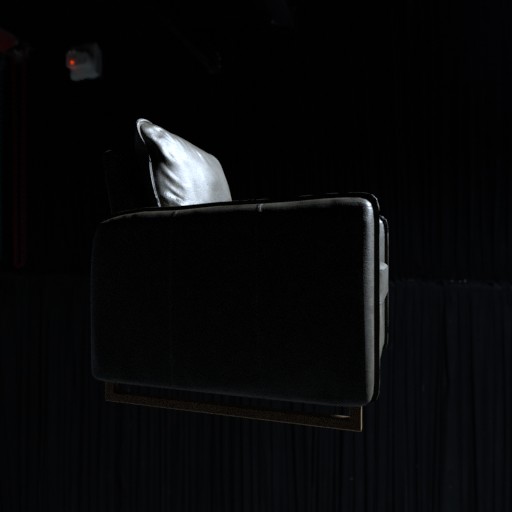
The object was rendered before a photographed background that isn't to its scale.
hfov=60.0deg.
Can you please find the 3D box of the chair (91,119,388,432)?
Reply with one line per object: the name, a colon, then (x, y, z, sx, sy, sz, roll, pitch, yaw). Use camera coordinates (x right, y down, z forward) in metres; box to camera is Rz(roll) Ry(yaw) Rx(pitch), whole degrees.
chair: (0.000, 0.000, 1.626, 0.921, 0.921, 0.830, 0, 0, 18)
